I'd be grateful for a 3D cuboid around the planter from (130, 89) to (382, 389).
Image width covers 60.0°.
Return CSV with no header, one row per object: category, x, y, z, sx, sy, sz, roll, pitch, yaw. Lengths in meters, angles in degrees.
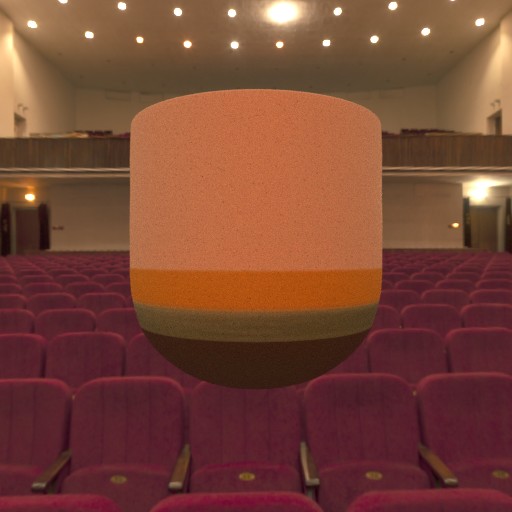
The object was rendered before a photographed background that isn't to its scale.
planter,0.000,0.000,0.489,0.268,0.270,0.268,0,0,0
